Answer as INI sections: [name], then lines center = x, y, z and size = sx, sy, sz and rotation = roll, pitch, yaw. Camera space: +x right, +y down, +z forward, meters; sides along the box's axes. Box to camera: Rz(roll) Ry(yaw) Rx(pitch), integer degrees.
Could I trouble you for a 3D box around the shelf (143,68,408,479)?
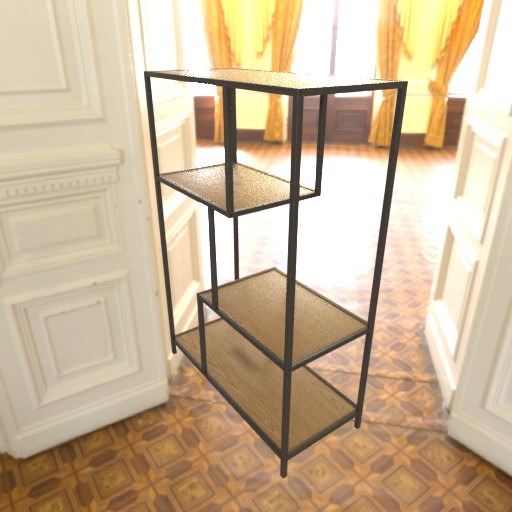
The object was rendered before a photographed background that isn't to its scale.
[shelf]
center = 0.000, 0.000, 1.504
size = 0.350, 1.138, 0.770
rotation = -17, 31, -32
